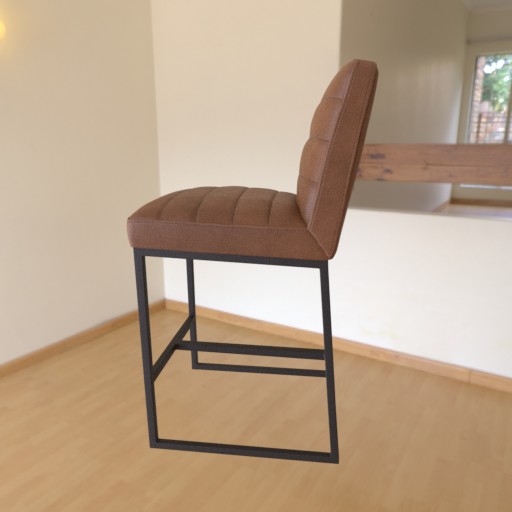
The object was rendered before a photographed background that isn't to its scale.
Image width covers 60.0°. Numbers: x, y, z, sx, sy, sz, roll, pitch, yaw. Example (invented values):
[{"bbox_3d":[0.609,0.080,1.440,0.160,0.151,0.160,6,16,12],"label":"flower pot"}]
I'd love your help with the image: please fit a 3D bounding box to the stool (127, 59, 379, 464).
[{"bbox_3d":[0.000,0.000,1.220,0.556,0.940,0.458,2,14,7],"label":"stool"}]
